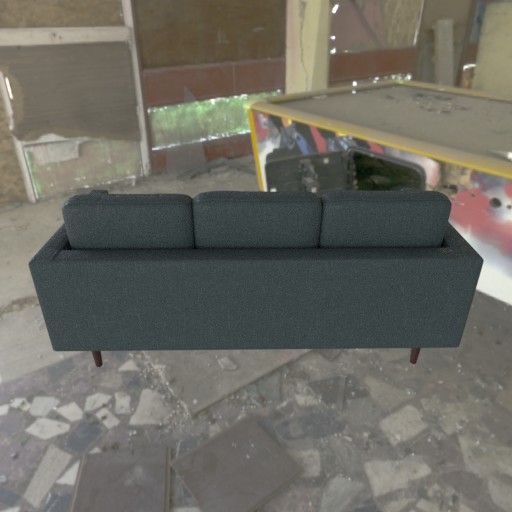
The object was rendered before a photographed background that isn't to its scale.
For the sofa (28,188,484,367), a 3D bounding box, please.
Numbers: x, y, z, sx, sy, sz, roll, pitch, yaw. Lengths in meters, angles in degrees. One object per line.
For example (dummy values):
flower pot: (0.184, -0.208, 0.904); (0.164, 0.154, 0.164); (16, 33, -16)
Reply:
sofa: (0.000, 0.000, 2.469); (2.013, 0.945, 0.935); (0, 29, -1)
